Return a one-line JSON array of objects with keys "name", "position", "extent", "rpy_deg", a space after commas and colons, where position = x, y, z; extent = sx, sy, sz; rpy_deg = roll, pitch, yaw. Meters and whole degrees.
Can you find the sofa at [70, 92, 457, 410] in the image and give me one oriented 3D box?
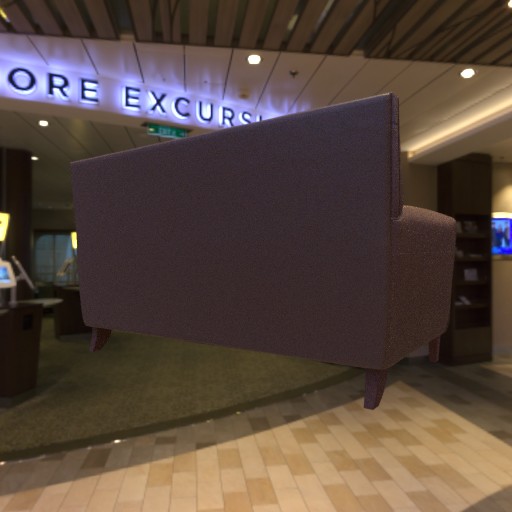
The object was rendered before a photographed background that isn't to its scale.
[{"name": "sofa", "position": [0.000, 0.000, 1.913], "extent": [1.468, 0.859, 0.853], "rpy_deg": [0, 0, 36]}]
